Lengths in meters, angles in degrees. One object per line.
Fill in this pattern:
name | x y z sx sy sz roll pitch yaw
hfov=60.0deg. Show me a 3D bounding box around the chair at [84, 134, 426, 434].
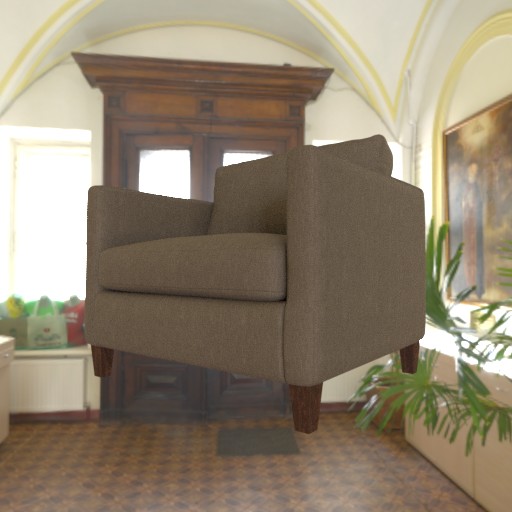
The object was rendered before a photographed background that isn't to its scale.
chair | 0.000 0.000 1.817 1.107 0.963 0.959 -1 -1 38
